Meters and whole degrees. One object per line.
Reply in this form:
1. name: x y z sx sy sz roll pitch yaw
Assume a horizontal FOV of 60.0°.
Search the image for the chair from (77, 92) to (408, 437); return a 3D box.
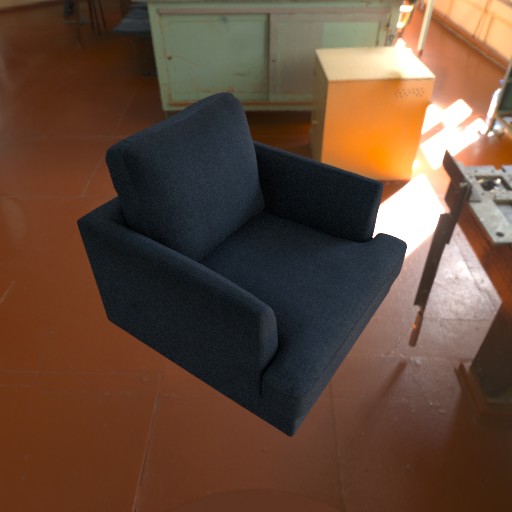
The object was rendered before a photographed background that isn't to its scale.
1. chair: 0.000 0.000 1.661 0.899 0.957 0.858 24 46 26
